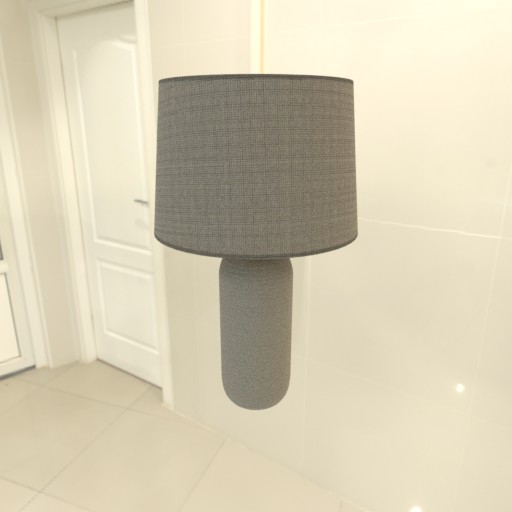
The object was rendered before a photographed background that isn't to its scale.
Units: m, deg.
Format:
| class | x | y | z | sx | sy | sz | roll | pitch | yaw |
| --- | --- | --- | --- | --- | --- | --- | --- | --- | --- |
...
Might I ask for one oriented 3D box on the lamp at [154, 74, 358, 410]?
| class | x | y | z | sx | sy | sz | roll | pitch | yaw |
| --- | --- | --- | --- | --- | --- | --- | --- | --- | --- |
| lamp | 0.000 | 0.000 | 0.833 | 0.367 | 0.609 | 0.367 | 0 | 18 | 0 |
